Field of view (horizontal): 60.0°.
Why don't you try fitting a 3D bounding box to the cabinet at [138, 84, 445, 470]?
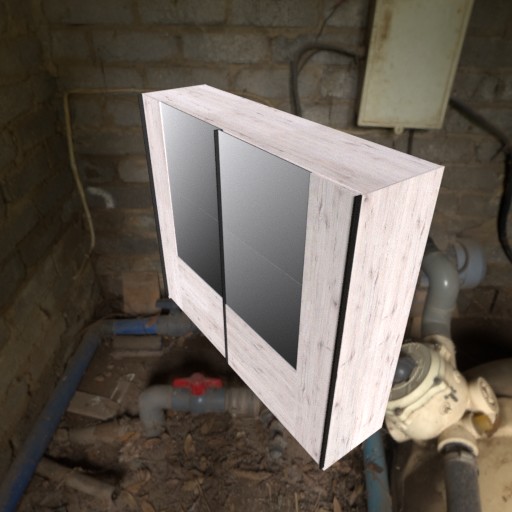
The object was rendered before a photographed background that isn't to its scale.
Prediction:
[{"bbox_3d":[0.000,0.000,3.625,0.660,2.180,2.500,-21,38,-29],"label":"cabinet"}]
